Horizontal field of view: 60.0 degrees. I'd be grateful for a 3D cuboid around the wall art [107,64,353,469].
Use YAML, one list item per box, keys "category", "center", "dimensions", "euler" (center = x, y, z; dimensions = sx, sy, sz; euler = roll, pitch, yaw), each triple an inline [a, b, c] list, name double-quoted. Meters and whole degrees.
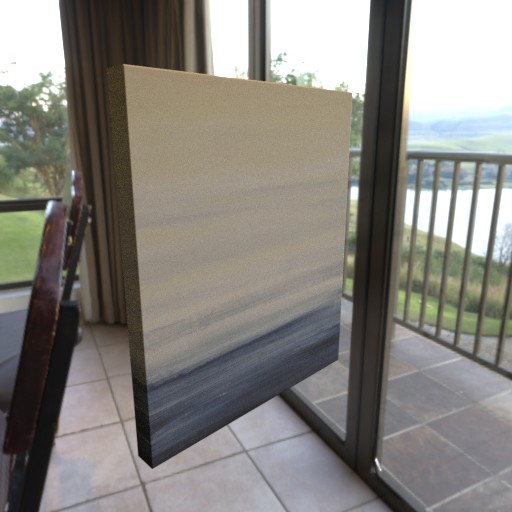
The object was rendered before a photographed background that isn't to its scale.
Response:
- category: "wall art"
  center: [0.000, 0.000, 0.697]
  dimensions: [0.435, 0.511, 0.037]
  euler: [-15, 21, -43]
